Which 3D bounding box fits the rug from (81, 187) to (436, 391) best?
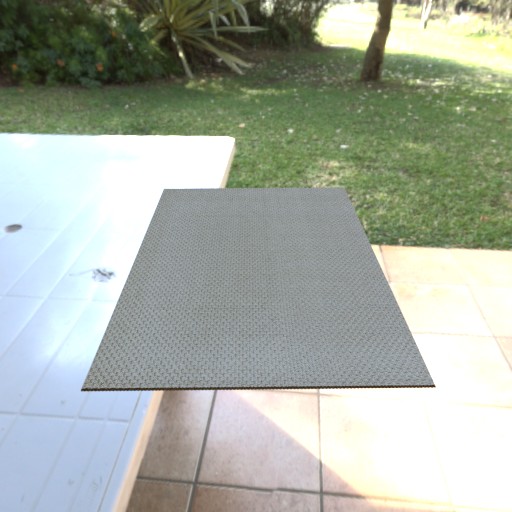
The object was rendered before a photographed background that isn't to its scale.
[{"bbox_3d":[0.000,0.000,2.795,1.509,0.013,2.144,0,32,-1],"label":"rug"}]
